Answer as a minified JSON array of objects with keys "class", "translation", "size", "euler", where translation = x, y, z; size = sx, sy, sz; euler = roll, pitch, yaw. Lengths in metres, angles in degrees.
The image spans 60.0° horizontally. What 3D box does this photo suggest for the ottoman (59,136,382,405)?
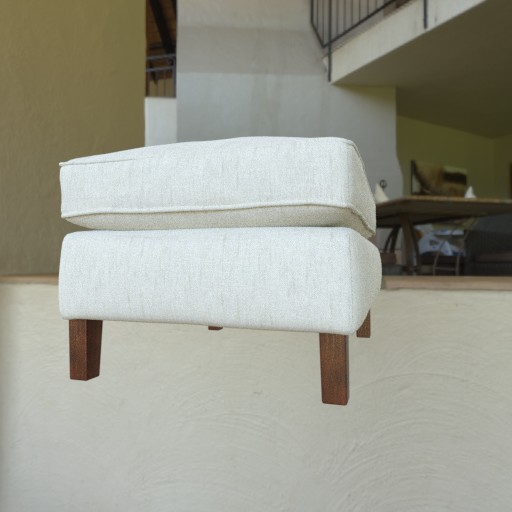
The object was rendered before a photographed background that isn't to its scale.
[{"class":"ottoman","translation":[0.000,0.000,0.934],"size":[0.501,0.406,0.665],"euler":[0,-1,18]}]
